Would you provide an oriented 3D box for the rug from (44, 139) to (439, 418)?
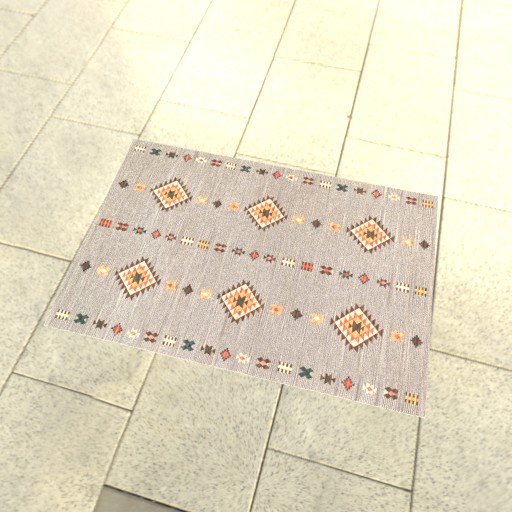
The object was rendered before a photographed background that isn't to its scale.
[{"bbox_3d":[0.000,0.000,2.317,1.818,0.005,1.217,12,63,6],"label":"rug"}]
